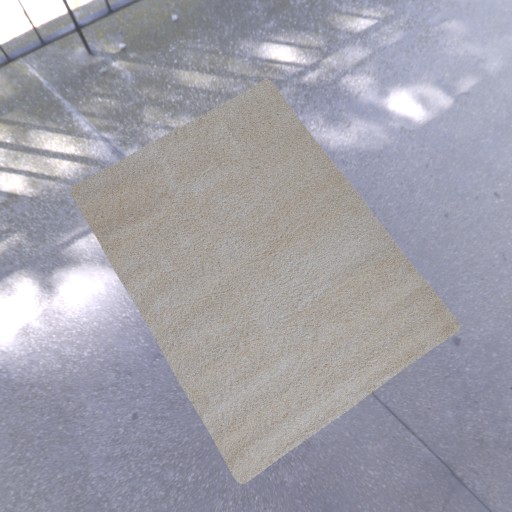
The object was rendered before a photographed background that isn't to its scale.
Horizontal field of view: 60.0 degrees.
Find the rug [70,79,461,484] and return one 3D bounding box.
[{"bbox_3d":[0.000,0.000,2.115,1.199,0.025,1.600,-32,76,-9],"label":"rug"}]
